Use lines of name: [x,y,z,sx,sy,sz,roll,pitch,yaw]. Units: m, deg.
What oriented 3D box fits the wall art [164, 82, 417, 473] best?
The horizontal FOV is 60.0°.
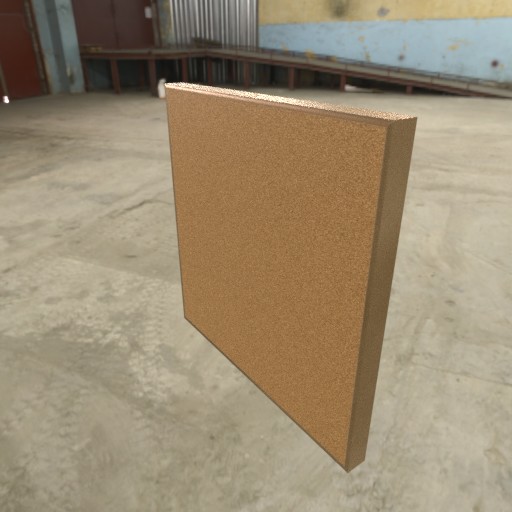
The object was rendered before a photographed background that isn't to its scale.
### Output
wall art: [0.000,0.000,0.746,0.038,0.511,0.513,-18,31,-32]
